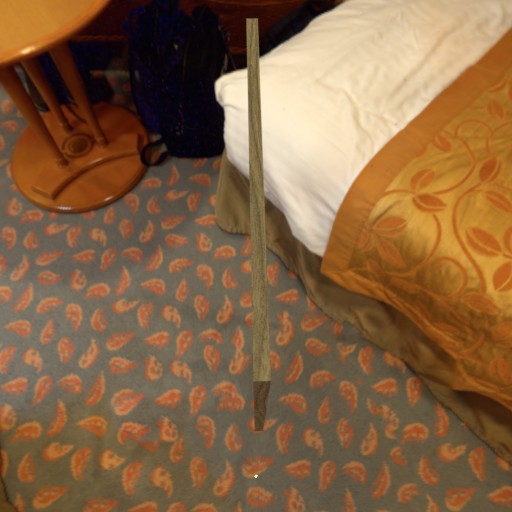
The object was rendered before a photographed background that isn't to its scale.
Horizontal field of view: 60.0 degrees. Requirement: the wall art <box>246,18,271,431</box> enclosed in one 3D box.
[{"bbox_3d":[0.000,0.000,0.746,0.016,0.507,0.508,-1,64,-1],"label":"wall art"}]
